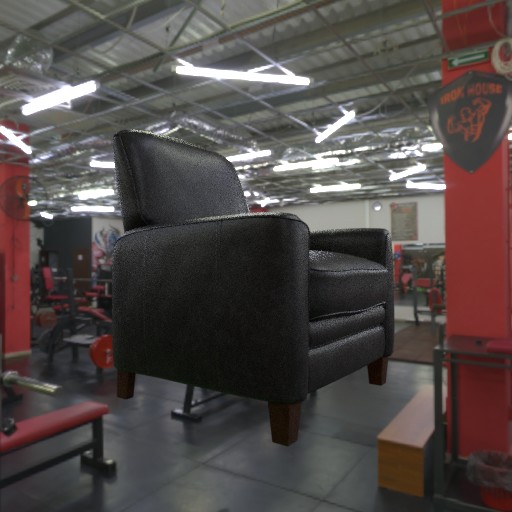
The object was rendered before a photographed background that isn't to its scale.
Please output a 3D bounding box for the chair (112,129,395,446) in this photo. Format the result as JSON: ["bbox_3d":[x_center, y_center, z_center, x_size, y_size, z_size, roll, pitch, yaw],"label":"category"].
[{"bbox_3d":[0.000,0.000,1.689,0.864,1.014,0.848,0,-1,36],"label":"chair"}]
